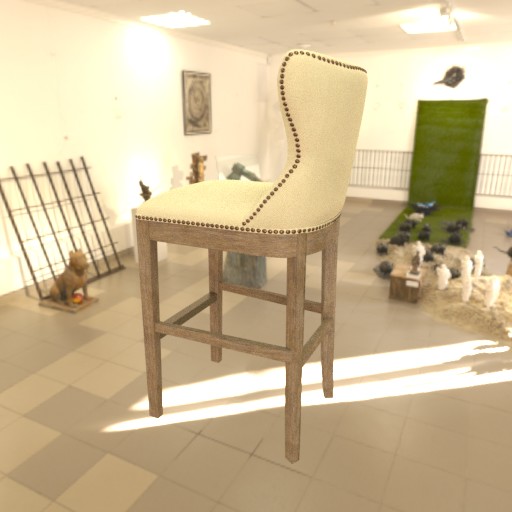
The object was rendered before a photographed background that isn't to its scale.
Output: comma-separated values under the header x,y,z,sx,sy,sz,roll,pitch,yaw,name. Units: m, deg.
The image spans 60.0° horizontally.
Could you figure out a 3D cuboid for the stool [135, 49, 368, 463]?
x,y,z,sx,sy,sz,roll,pitch,yaw,name
0.000,0.000,1.400,0.606,1.123,0.494,9,20,25,stool
